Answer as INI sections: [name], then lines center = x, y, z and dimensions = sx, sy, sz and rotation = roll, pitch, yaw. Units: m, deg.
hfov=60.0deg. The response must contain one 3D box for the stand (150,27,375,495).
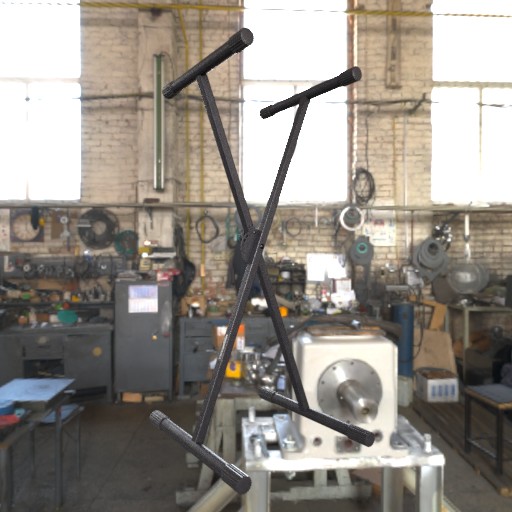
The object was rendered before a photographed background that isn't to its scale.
[stand]
center = 0.000, 0.000, 1.164
dimensions = 0.409, 0.940, 0.449
rotation = 0, 0, -35
